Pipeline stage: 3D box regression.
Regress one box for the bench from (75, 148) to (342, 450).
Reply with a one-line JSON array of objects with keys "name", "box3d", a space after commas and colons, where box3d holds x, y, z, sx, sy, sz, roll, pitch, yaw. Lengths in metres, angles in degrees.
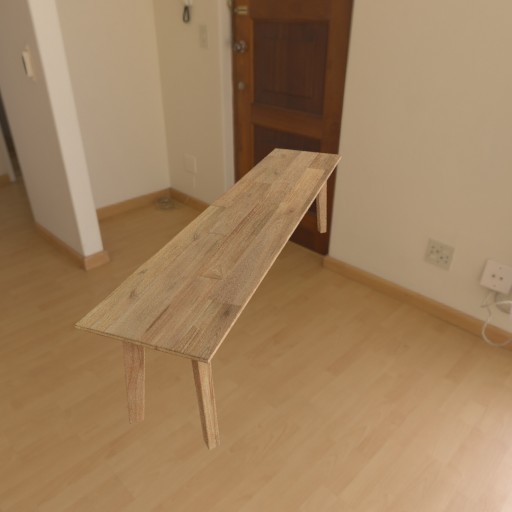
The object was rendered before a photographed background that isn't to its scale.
[{"name": "bench", "box3d": [0.000, 0.000, 1.879, 0.378, 0.431, 1.698, 10, 31, 17]}]
